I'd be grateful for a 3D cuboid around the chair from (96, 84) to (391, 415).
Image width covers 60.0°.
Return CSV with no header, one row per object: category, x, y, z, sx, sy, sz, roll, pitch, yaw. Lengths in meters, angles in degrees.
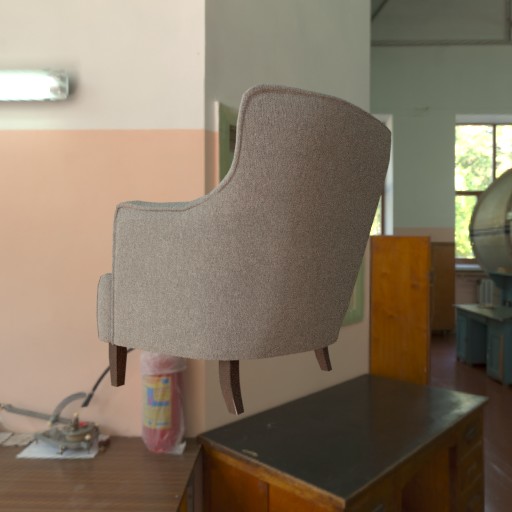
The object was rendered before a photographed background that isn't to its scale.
chair,0.000,0.000,1.608,0.910,0.920,0.820,0,0,36
